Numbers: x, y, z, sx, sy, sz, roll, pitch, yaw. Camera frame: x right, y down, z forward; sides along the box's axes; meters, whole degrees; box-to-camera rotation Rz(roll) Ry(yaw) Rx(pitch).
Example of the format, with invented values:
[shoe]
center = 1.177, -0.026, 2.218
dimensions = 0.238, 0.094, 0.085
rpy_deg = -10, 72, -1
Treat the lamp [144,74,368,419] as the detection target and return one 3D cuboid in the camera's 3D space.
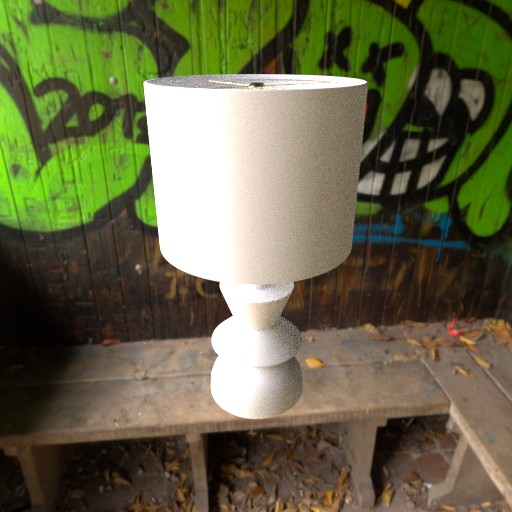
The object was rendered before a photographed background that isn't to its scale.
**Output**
[lamp]
center = 0.000, 0.000, 0.722
dimensions = 0.301, 0.533, 0.301
rpy_deg = -16, 30, -31
